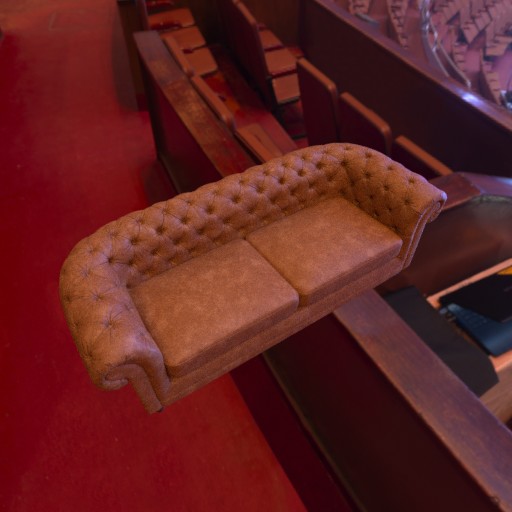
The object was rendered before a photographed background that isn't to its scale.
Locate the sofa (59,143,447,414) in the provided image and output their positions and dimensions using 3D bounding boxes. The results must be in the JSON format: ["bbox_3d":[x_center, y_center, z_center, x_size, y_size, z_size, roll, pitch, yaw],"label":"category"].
[{"bbox_3d":[0.000,0.000,2.883,2.365,0.760,0.989,-25,51,-23],"label":"sofa"}]
